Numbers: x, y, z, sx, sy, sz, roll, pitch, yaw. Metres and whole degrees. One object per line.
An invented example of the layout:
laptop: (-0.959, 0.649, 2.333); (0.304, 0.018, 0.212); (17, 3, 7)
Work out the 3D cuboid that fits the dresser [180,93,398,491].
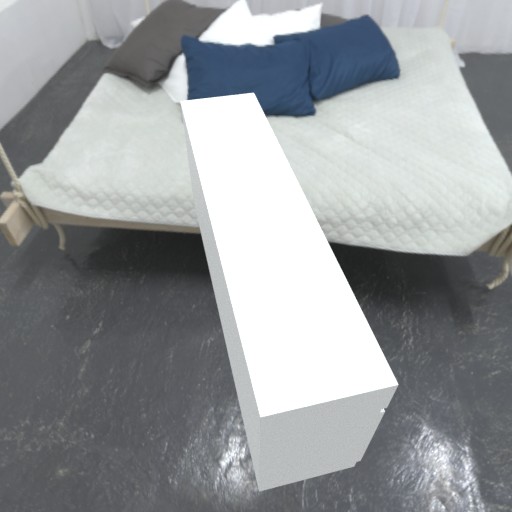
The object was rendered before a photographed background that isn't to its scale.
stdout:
dresser: (0.000, 0.000, 2.553); (0.500, 0.840, 2.200); (-10, 48, -9)
